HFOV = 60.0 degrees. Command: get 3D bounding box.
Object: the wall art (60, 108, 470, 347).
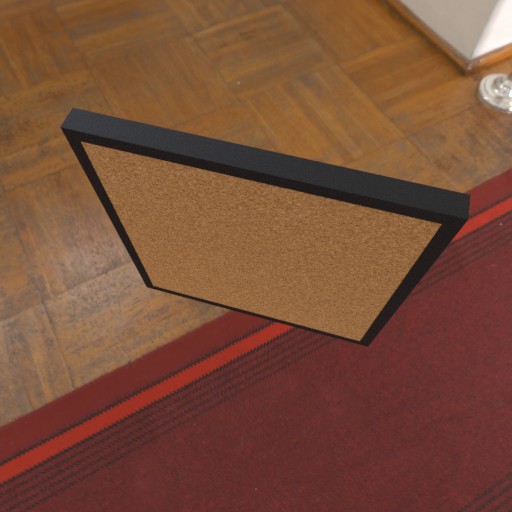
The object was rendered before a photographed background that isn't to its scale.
[{"bbox_3d":[0.000,0.000,0.760,0.506,0.503,0.036,14,63,7],"label":"wall art"}]
